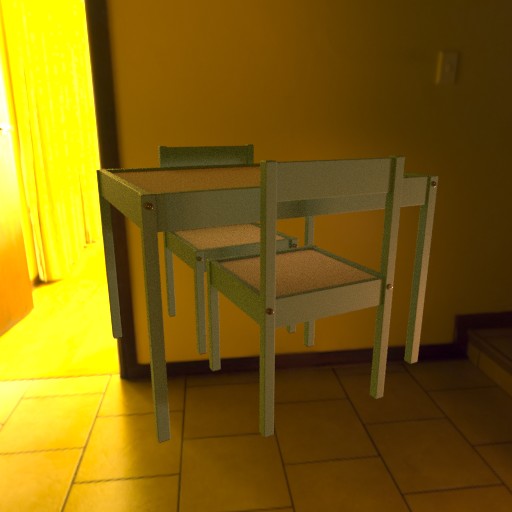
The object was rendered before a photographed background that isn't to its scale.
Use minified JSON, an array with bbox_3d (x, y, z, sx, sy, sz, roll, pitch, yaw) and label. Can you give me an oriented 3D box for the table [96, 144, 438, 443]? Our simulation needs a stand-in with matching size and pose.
[{"bbox_3d":[0.000,0.000,1.079,0.639,0.503,0.633,-8,18,-26],"label":"table"}]
